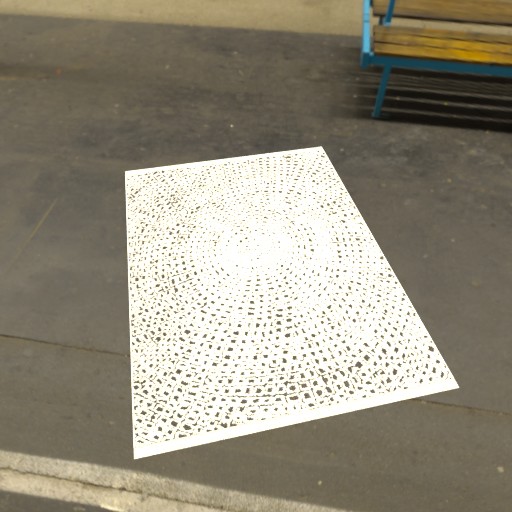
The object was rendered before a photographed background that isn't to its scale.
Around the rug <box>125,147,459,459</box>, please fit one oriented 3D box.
[{"bbox_3d":[0.000,0.000,2.107,1.190,0.003,1.634,-9,48,-8],"label":"rug"}]
